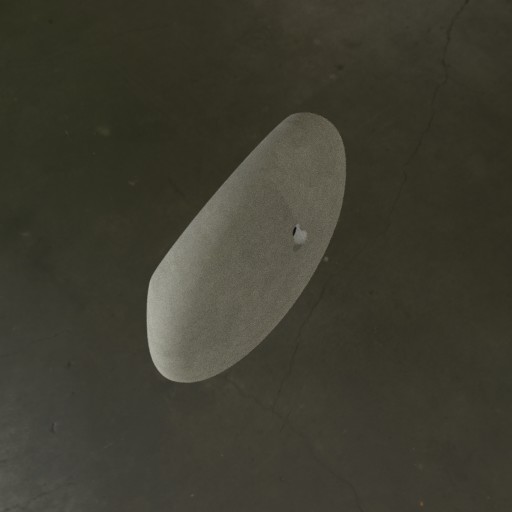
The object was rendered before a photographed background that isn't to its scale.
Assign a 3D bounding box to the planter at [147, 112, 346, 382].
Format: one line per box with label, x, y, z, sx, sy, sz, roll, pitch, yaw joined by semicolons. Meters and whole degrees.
planter;0.000;0.000;0.286;0.071;0.188;0.185;33;69;15
